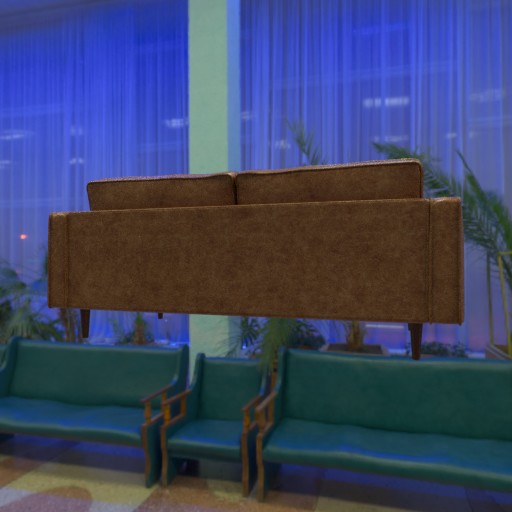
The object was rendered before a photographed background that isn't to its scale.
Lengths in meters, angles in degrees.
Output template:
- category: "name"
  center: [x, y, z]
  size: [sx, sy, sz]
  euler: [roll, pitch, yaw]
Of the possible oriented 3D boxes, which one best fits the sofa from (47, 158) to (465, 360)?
- category: "sofa"
  center: [0.000, 0.000, 2.342]
  size: [1.920, 0.825, 0.924]
  euler: [0, 0, 18]
